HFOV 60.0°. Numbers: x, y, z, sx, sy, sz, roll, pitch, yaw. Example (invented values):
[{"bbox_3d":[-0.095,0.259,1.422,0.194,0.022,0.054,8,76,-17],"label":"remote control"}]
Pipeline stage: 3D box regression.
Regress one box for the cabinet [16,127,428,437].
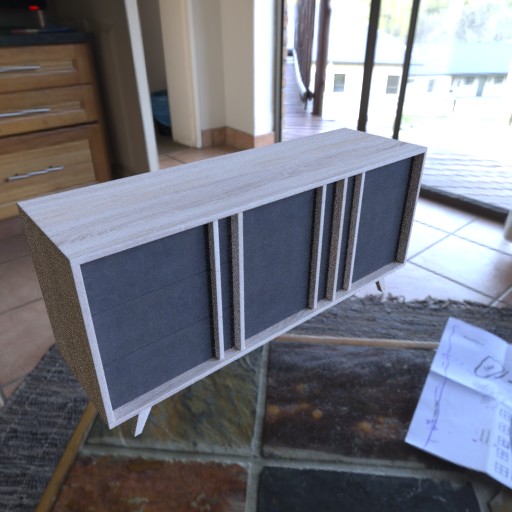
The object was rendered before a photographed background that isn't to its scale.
[{"bbox_3d":[0.000,0.000,1.950,1.650,0.780,0.500,-22,36,-34],"label":"cabinet"}]
